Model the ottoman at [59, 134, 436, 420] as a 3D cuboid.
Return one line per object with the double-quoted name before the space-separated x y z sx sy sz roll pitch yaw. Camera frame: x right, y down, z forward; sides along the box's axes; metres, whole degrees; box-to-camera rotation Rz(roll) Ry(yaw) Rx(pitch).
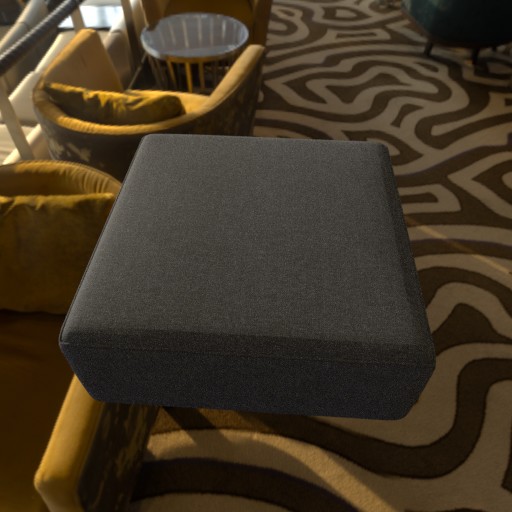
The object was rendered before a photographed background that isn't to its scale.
"ottoman" 0.000 0.000 1.566 1.000 0.439 1.000 3 48 3
